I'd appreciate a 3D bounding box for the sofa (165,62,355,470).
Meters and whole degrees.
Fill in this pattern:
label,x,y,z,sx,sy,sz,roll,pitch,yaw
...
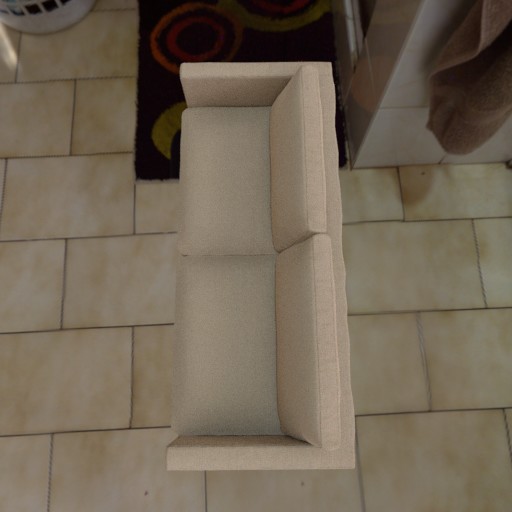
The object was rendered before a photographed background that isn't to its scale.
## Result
label,x,y,z,sx,sy,sz,roll,pitch,yaw
sofa,0.000,0.000,2.687,0.962,0.853,2.312,0,76,0
